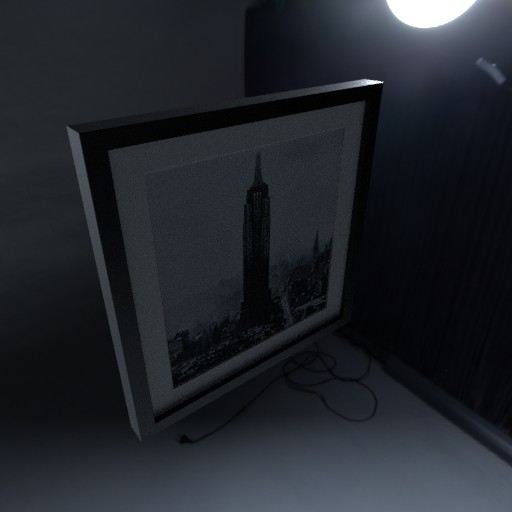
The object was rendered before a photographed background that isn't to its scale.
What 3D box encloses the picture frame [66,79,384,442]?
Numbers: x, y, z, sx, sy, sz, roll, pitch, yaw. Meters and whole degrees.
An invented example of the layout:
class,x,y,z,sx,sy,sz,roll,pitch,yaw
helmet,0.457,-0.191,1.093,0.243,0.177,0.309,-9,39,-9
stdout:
class,x,y,z,sx,sy,sz,roll,pitch,yaw
picture frame,0.000,0.000,0.521,0.355,0.353,0.029,-22,37,-32
